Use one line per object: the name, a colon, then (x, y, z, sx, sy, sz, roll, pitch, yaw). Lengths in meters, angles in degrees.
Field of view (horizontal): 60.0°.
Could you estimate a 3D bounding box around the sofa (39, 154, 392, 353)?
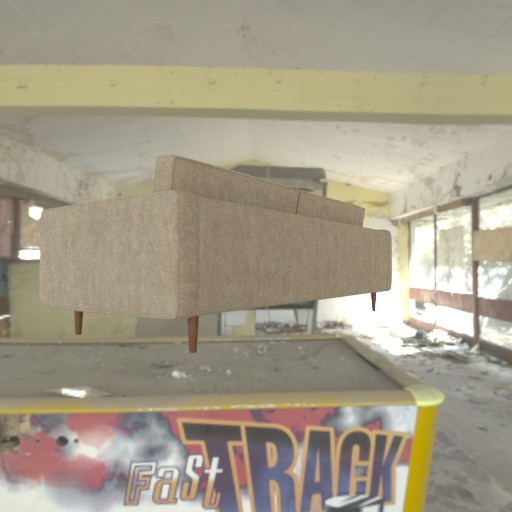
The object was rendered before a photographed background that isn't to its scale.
sofa: (0.000, 0.000, 2.644, 0.919, 0.770, 2.200, -1, -2, 36)
